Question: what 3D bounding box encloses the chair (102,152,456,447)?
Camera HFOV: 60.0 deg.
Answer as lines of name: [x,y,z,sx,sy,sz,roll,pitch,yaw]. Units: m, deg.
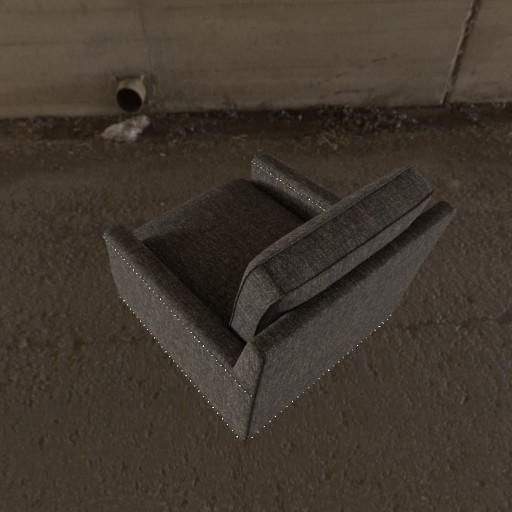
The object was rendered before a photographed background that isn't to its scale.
chair: [0.000,0.000,1.732,0.853,0.943,1.014,-32,54,-27]
